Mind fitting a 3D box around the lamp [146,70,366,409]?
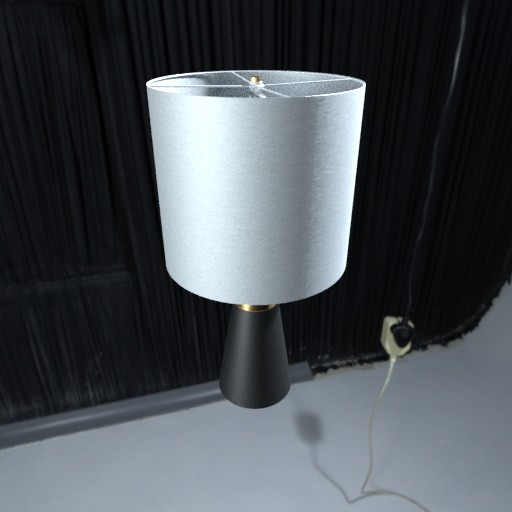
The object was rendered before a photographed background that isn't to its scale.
[{"bbox_3d":[0.000,0.000,0.770,0.308,0.580,0.308,-8,29,-14],"label":"lamp"}]
